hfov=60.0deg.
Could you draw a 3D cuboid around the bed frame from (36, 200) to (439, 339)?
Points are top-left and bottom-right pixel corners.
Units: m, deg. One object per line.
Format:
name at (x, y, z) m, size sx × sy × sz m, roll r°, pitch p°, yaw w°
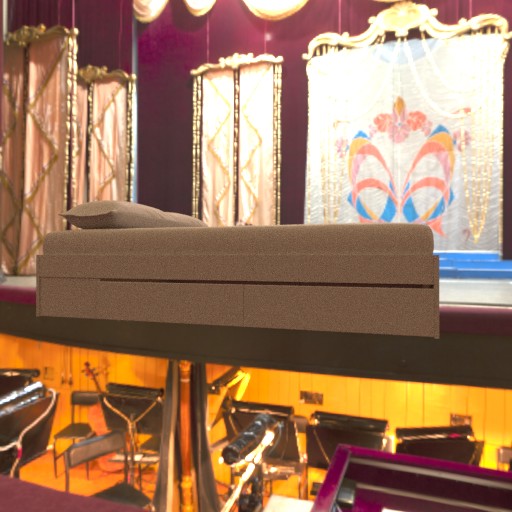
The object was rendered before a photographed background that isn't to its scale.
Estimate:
bed frame at (0.000, 0.000, 2.680) m, size 1.950 × 0.629 × 1.450 m, roll 0°, pitch 0°, yaw 18°
